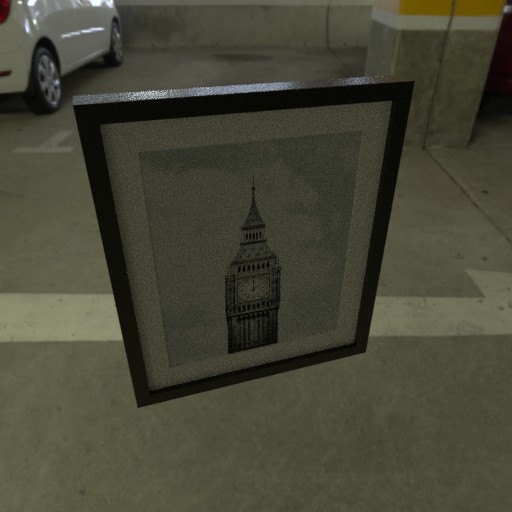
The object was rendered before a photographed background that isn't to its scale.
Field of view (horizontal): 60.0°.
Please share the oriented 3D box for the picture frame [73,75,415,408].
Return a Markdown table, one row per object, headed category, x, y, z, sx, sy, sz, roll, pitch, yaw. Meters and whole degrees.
| category | x | y | z | sx | sy | sz | roll | pitch | yaw |
| --- | --- | --- | --- | --- | --- | --- | --- | --- | --- |
| picture frame | 0.000 | 0.000 | 0.522 | 0.328 | 0.378 | 0.034 | -10 | 33 | -15 |
